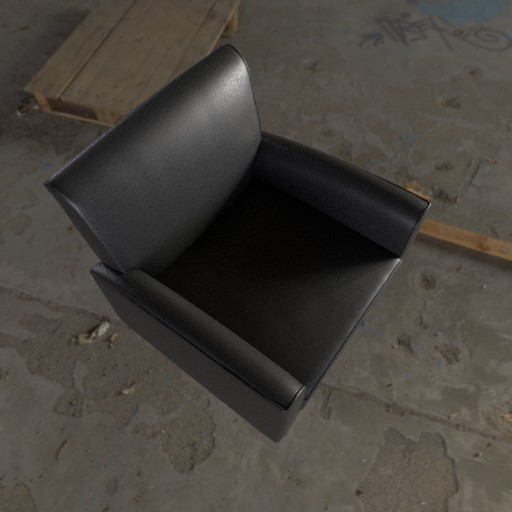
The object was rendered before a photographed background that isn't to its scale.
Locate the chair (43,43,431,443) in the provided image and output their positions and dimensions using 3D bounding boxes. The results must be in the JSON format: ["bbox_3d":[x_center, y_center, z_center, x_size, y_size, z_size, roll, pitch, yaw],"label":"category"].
[{"bbox_3d":[0.000,0.000,1.520,0.819,0.916,0.820,33,64,18],"label":"chair"}]
